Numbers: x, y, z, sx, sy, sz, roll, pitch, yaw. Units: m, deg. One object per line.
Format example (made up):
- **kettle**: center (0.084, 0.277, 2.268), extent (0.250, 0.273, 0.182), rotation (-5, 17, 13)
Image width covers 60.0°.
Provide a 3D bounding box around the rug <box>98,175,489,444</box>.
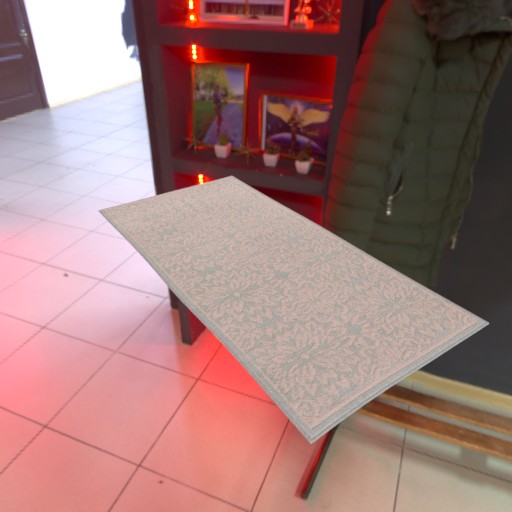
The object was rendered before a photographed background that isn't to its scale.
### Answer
- **rug**: center (0.000, 0.000, 1.409), extent (0.604, 0.007, 1.219), rotation (-21, 38, -29)
